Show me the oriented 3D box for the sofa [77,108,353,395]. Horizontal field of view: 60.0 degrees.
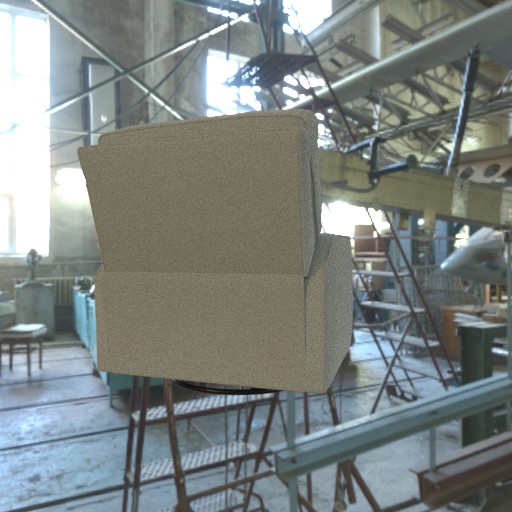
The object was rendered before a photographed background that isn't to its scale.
[{"bbox_3d":[0.000,0.000,2.015,0.861,0.959,1.472,0,1,18],"label":"sofa"}]
